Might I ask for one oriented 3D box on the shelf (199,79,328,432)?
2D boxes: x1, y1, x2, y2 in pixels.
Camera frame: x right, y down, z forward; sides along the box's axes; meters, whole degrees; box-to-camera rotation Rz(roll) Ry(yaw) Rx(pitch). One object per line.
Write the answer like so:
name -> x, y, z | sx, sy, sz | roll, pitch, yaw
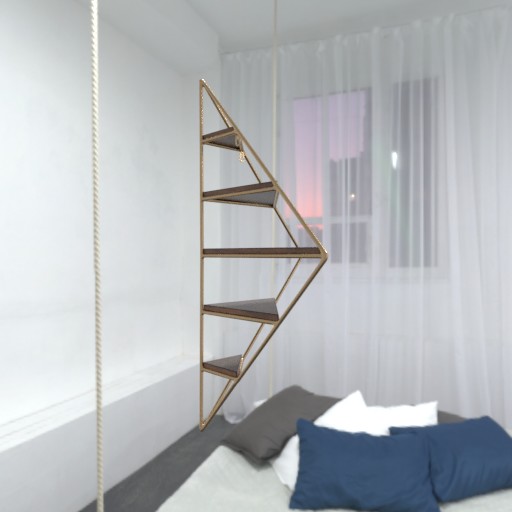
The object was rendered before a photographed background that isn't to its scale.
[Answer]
shelf -> 0.000, 0.000, 1.148 | 0.294, 0.913, 0.564 | 0, 0, 1
